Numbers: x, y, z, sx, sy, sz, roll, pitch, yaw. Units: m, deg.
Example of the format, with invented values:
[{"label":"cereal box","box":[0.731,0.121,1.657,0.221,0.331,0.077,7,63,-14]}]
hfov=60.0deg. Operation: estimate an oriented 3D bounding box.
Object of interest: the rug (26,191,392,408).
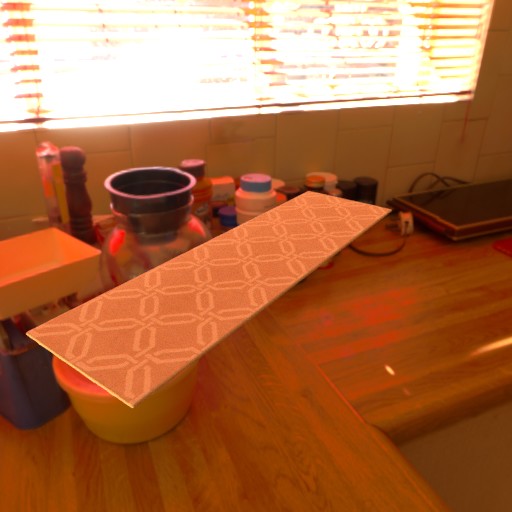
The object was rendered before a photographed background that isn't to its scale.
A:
[{"label":"rug","box":[0.000,0.000,2.463,0.678,0.014,2.276,19,32,32]}]
